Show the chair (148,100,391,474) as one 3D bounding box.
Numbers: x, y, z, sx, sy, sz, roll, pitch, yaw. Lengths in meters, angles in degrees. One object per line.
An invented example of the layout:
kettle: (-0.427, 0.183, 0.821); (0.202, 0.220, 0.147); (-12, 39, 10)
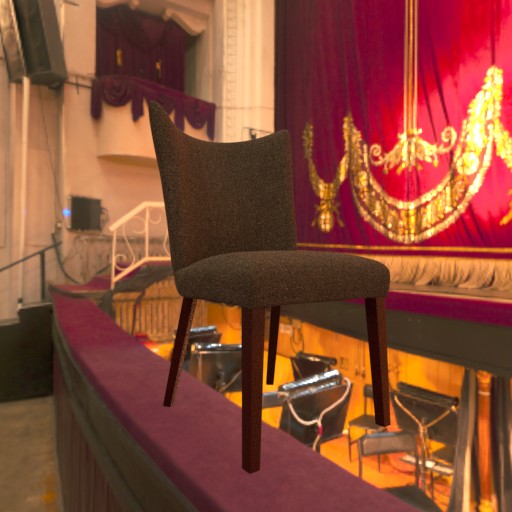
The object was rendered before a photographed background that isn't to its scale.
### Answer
chair: (0.000, 0.000, 1.325); (0.535, 0.924, 0.623); (0, 0, -35)
